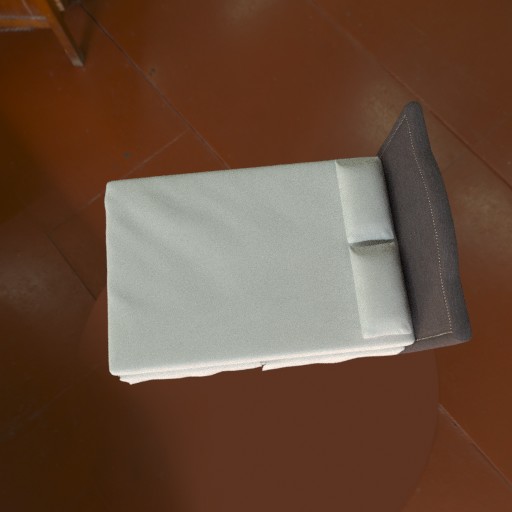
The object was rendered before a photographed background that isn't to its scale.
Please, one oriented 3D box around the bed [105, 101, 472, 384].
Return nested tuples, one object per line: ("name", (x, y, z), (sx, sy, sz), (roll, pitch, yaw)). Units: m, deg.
("bed", (0.000, 0.000, 3.485), (2.507, 1.441, 1.741), (-6, 75, -1))
